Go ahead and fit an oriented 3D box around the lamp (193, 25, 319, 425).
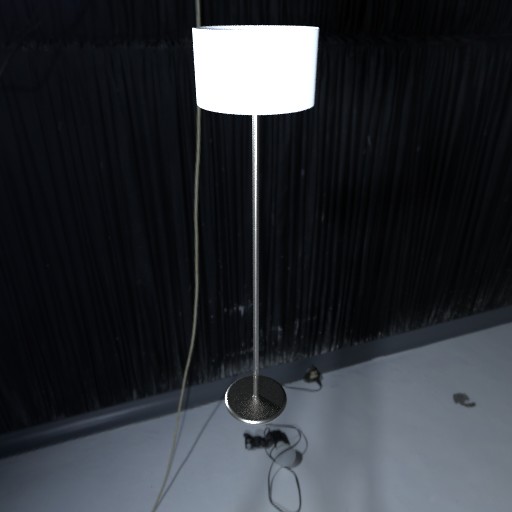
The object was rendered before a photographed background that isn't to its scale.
[{"bbox_3d":[0.000,0.000,1.575,0.347,1.443,0.347,-11,31,-18],"label":"lamp"}]
